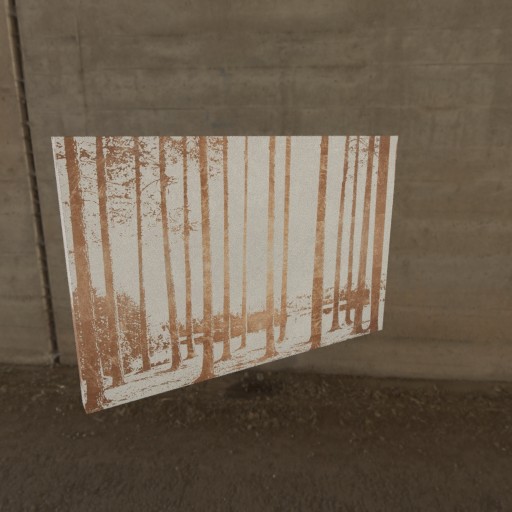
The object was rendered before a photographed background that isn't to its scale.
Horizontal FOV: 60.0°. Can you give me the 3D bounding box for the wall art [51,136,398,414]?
[{"bbox_3d":[0.000,0.000,0.776,0.609,0.405,0.035,-9,18,-28],"label":"wall art"}]
